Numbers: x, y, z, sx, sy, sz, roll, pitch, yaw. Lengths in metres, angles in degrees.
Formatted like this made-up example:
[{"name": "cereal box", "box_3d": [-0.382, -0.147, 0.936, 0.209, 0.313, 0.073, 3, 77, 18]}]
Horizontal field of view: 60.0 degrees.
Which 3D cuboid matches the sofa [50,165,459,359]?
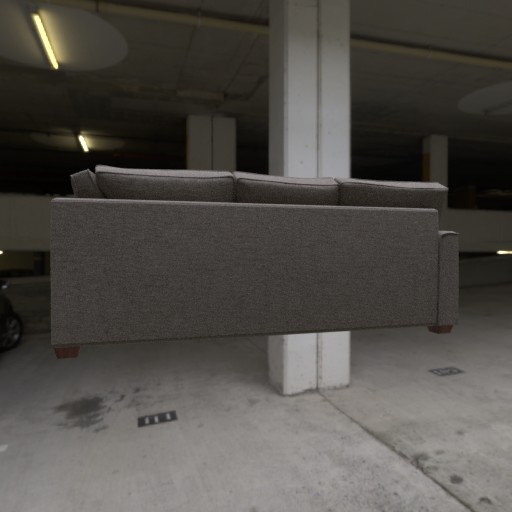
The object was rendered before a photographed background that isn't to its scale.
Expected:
[{"name": "sofa", "box_3d": [0.000, 0.000, 2.894, 2.317, 0.962, 1.061, 0, 1, -17]}]
